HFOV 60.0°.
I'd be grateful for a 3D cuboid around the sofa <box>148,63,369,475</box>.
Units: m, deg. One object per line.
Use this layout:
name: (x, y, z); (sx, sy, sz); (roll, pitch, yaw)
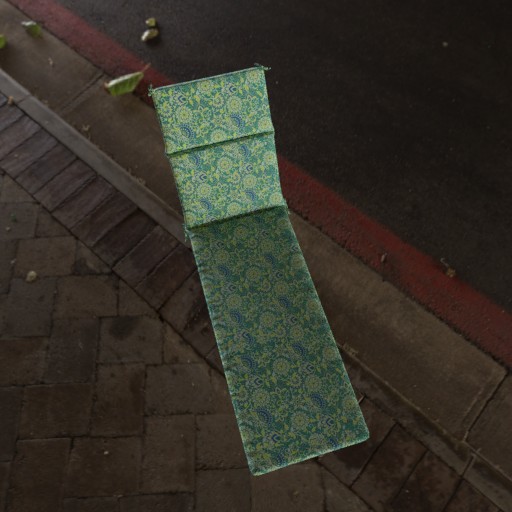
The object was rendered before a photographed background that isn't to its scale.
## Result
sofa: (0.000, 0.000, 1.937); (0.582, 0.622, 1.663); (-15, 65, -7)
